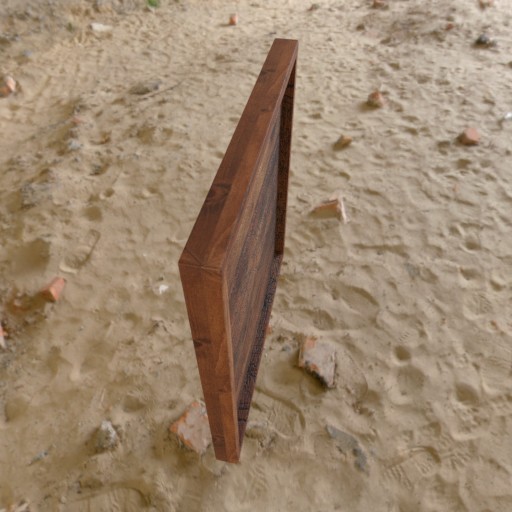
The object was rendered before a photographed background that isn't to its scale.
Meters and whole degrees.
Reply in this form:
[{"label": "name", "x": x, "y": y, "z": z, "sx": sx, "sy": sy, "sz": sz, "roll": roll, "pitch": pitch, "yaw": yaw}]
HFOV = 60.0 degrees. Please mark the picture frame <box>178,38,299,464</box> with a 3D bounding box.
[{"label": "picture frame", "x": 0.000, "y": 0.000, "z": 0.518, "sx": 0.028, "sy": 0.356, "sz": 0.352, "roll": 8, "pitch": 48, "yaw": 8}]
